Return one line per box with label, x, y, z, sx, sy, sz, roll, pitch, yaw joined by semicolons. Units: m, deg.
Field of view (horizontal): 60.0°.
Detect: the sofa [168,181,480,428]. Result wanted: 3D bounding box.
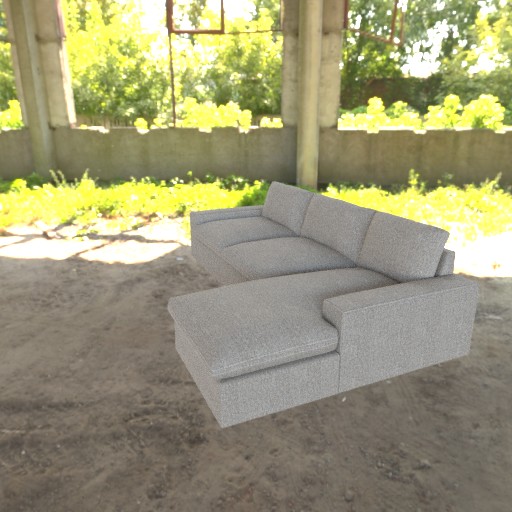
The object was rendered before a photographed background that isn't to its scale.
sofa;0.000;0.000;3.499;1.689;0.813;2.718;-8;19;-23
